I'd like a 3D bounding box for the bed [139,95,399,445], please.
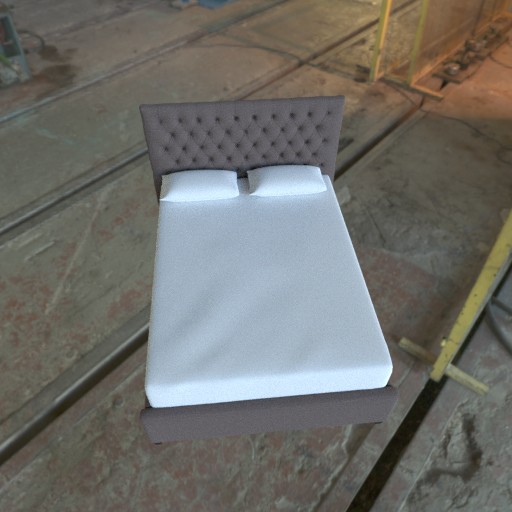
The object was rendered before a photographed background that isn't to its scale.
[{"bbox_3d":[0.000,0.000,3.390,1.696,1.426,2.233,-4,47,-4],"label":"bed"}]
